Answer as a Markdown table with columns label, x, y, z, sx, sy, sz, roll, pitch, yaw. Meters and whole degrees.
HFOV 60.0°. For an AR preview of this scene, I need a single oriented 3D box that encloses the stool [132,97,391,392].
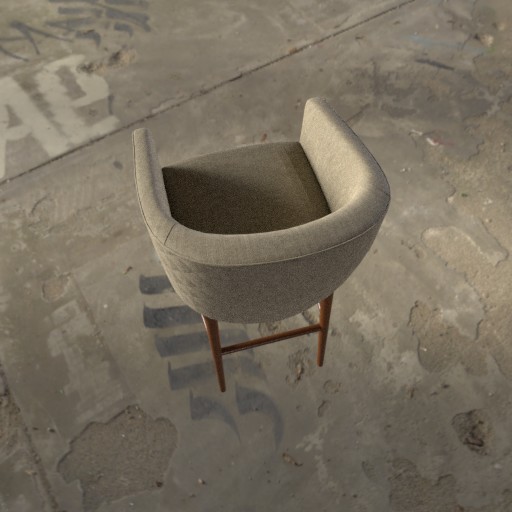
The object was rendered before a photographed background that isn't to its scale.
| label | x | y | z | sx | sy | sz | roll | pitch | yaw |
| --- | --- | --- | --- | --- | --- | --- | --- | --- | --- |
| stool | 0.000 | 0.000 | 1.361 | 0.559 | 0.952 | 0.635 | -13 | 59 | -8 |
